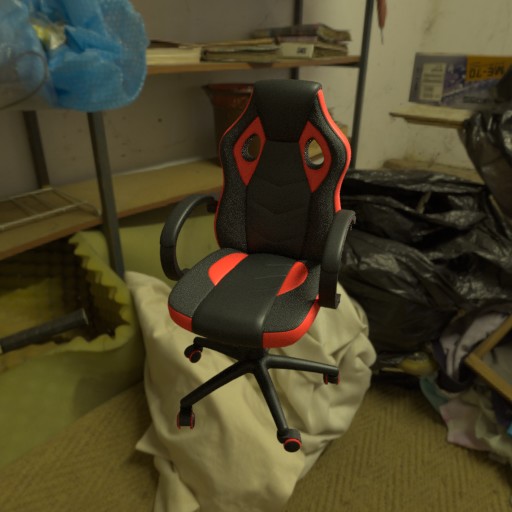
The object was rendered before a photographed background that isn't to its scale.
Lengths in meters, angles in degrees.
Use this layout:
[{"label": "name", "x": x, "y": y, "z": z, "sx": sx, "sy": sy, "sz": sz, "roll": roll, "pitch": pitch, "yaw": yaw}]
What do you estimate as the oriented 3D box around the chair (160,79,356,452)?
[{"label": "chair", "x": 0.000, "y": 0.000, "z": 1.422, "sx": 0.600, "sy": 1.016, "sz": 0.642, "roll": 9, "pitch": 28, "yaw": 17}]
